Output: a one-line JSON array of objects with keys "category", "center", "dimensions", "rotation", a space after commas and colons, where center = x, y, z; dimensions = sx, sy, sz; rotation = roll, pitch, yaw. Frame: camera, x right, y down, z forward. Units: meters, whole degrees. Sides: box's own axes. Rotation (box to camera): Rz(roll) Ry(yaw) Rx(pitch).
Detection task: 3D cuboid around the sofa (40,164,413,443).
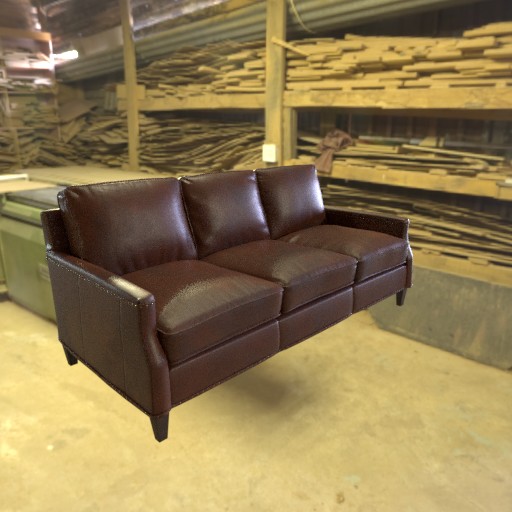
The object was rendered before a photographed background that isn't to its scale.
[{"category": "sofa", "center": [0.000, 0.000, 2.794], "dimensions": [1.084, 1.003, 2.240], "rotation": [16, 22, 43]}]
